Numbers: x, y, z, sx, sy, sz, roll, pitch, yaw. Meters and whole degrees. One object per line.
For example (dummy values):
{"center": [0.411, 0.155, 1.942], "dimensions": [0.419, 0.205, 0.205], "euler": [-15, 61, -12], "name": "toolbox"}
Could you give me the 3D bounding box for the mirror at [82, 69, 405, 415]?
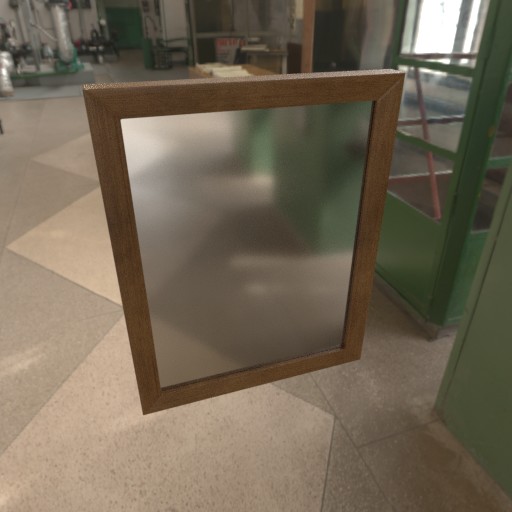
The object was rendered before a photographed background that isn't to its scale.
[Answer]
{"center": [0.000, 0.000, 0.673], "dimensions": [0.405, 0.508, 0.041], "euler": [-10, 31, -16], "name": "mirror"}
